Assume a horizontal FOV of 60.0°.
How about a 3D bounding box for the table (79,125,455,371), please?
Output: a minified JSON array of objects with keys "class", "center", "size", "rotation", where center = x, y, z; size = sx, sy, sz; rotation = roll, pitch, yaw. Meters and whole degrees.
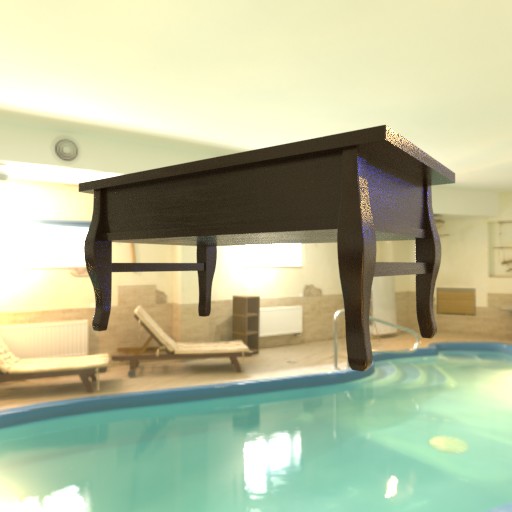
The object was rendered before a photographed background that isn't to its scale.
[{"class":"table","center":[0.000,0.000,1.412],"size":[1.062,0.494,0.600],"rotation":[-1,-1,37]}]
